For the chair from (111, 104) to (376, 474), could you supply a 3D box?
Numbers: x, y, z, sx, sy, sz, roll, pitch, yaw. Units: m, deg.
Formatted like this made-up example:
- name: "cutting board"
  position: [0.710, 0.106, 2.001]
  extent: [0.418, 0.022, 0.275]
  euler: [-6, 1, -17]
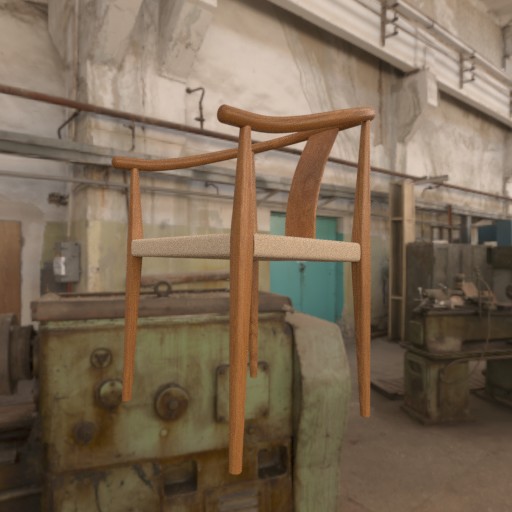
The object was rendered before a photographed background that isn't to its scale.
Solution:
- name: "chair"
  position: [0.000, 0.000, 1.174]
  extent: [0.579, 0.800, 0.556]
  euler: [0, 0, -38]
